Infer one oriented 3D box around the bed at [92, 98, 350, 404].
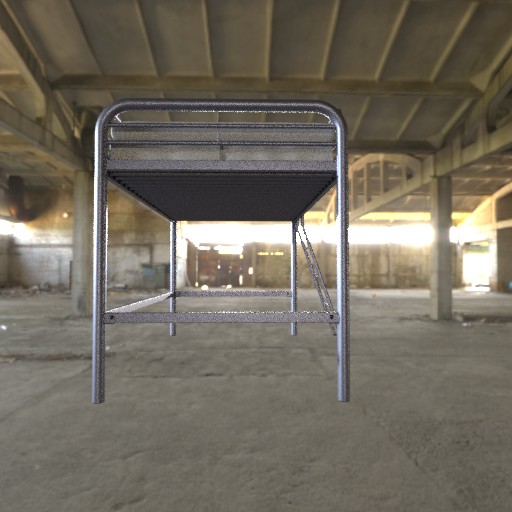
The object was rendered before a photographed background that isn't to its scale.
[{"bbox_3d":[0.000,0.000,2.847,1.415,1.288,1.965,0,-2,-1],"label":"bed"}]
